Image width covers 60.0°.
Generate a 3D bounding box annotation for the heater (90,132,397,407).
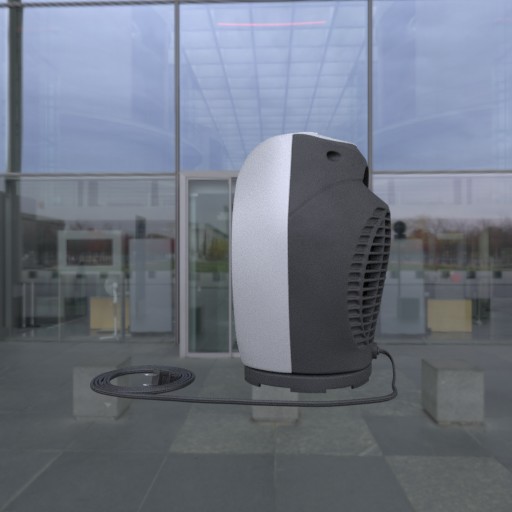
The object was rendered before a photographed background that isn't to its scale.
[{"bbox_3d":[0.000,0.000,0.480,0.291,0.255,0.239,0,0,17],"label":"heater"}]
